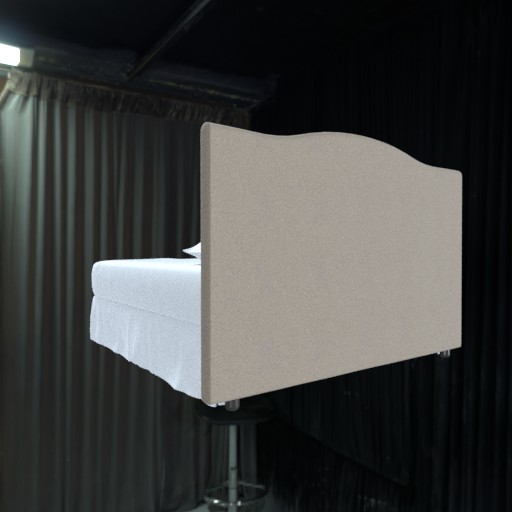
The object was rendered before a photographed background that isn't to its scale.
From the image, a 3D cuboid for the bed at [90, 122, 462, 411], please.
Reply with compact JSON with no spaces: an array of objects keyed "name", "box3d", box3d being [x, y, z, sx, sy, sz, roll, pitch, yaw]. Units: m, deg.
[{"name":"bed","box3d":[0.000,0.000,3.446,2.083,1.421,2.182,0,1,-36]}]
